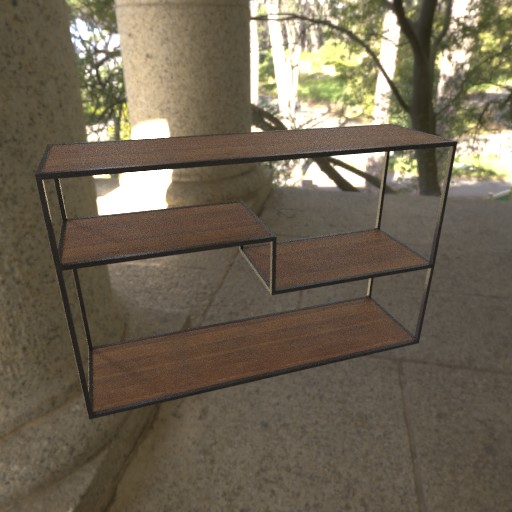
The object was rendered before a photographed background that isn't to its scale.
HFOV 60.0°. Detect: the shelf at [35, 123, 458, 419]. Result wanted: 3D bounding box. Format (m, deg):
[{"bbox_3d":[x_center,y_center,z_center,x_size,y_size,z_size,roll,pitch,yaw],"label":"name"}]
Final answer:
[{"bbox_3d":[0.000,0.000,1.516,1.201,0.765,0.361,-8,27,-17],"label":"shelf"}]
